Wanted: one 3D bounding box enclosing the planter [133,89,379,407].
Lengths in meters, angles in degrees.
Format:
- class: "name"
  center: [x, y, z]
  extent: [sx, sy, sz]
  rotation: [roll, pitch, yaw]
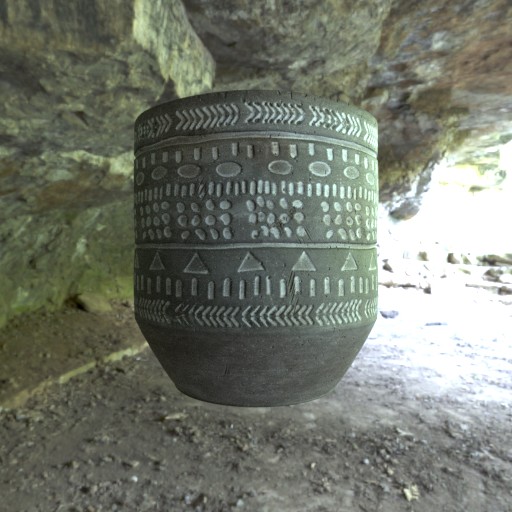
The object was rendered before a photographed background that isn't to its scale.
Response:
- class: "planter"
  center: [0.000, 0.000, 0.266]
  extent: [0.142, 0.149, 0.142]
  rotation: [0, 1, 0]
